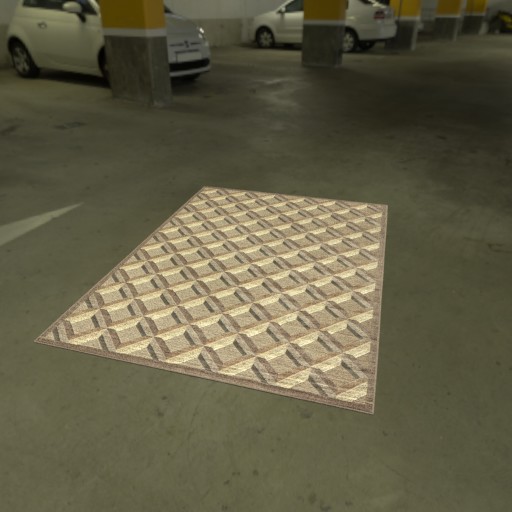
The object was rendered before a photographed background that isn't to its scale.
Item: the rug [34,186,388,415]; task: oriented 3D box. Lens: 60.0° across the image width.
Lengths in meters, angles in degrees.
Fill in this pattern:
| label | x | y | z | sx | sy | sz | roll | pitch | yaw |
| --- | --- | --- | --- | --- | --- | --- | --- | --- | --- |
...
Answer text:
| label | x | y | z | sx | sy | sz | roll | pitch | yaw |
| --- | --- | --- | --- | --- | --- | --- | --- | --- | --- |
| rug | 0.000 | 0.000 | 4.266 | 2.382 | 0.018 | 3.294 | 8 | 30 | 14 |
